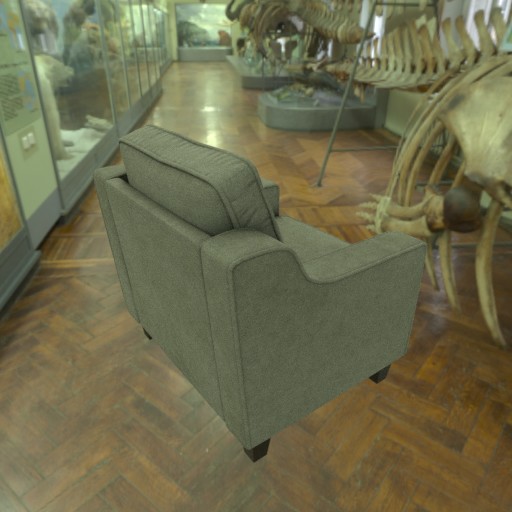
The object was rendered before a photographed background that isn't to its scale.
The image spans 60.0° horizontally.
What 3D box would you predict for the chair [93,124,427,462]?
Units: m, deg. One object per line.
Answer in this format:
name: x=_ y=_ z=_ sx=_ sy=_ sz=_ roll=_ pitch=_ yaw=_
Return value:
chair: x=0.000 y=0.000 z=1.664 sx=0.840 sy=0.944 sz=0.926 roll=-19 pitch=32 yaw=-32
